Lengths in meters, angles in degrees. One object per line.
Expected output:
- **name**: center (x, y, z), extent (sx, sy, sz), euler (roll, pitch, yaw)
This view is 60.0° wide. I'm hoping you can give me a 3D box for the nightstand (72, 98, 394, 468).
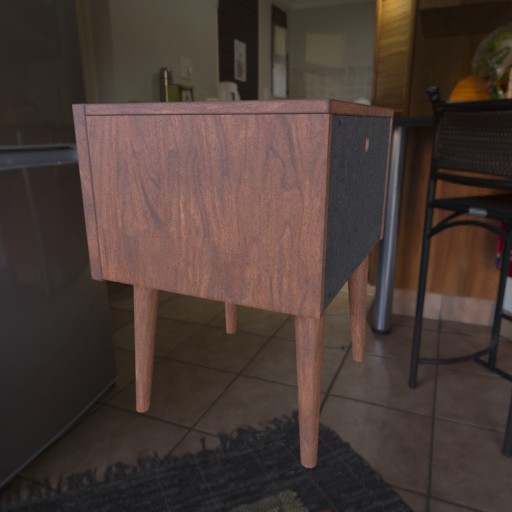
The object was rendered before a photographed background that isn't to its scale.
- **nightstand**: center (0.000, 0.000, 0.951), extent (0.445, 0.607, 0.521), euler (8, 18, 24)
